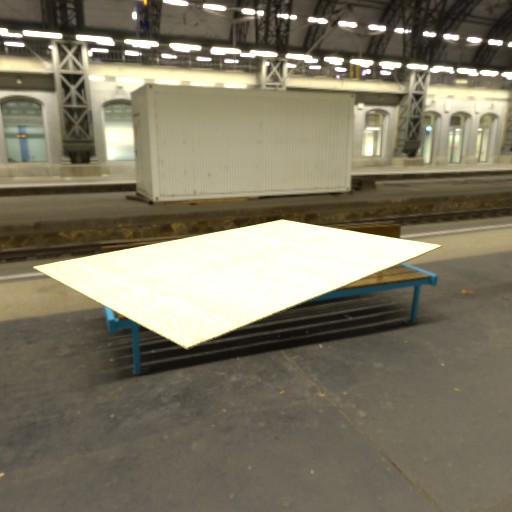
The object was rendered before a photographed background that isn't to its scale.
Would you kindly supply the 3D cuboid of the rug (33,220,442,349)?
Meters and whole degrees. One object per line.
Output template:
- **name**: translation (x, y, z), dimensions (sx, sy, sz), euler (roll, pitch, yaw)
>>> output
- **rug**: translation (0.000, 0.000, 2.385), dimensions (1.250, 0.015, 1.850), euler (14, 20, 43)
